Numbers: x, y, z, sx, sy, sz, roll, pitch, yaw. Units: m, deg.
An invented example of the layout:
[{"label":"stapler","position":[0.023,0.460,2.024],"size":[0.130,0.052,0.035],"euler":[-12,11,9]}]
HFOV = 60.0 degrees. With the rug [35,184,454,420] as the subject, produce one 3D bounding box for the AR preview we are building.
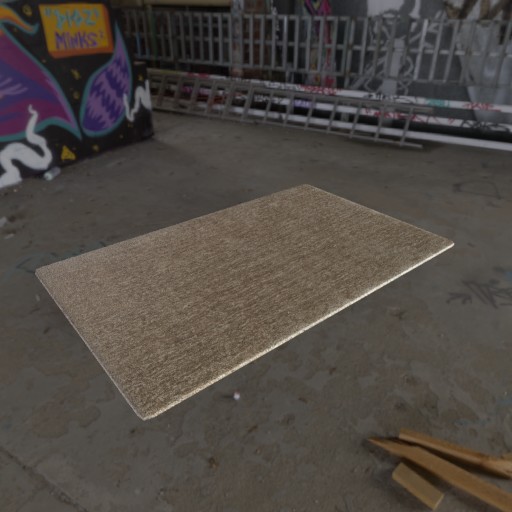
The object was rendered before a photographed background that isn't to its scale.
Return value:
[{"label":"rug","position":[0.000,0.000,3.028],"size":[2.469,0.024,1.539],"euler":[-22,37,-33]}]
